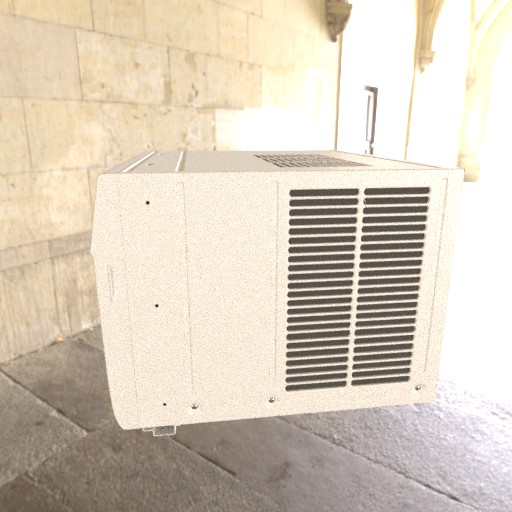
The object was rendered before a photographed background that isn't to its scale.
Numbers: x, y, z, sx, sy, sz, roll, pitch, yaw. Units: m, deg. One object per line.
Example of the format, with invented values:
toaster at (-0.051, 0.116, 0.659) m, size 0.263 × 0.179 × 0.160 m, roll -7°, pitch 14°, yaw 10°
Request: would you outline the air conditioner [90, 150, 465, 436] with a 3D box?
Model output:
air conditioner at (0.000, 0.000, 1.044) m, size 0.599 × 0.455 × 0.645 m, roll -2°, pitch 16°, yaw -8°
